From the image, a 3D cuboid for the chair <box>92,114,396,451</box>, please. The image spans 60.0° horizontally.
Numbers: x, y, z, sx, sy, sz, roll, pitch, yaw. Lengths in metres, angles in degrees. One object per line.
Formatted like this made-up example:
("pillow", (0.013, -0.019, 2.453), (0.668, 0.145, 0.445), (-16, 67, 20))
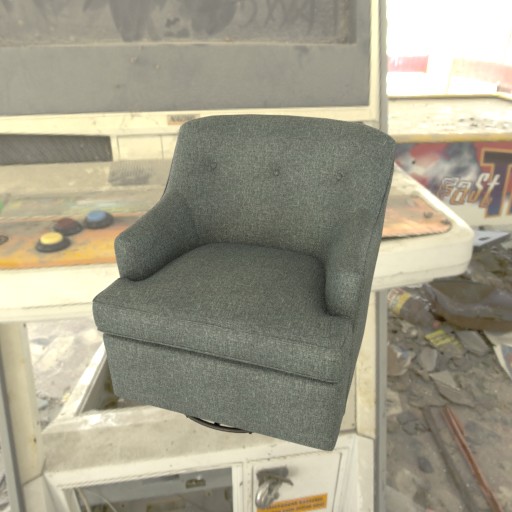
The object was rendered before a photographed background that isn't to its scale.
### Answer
("chair", (0.000, 0.000, 1.607), (0.864, 0.856, 0.923), (8, 28, 16))
